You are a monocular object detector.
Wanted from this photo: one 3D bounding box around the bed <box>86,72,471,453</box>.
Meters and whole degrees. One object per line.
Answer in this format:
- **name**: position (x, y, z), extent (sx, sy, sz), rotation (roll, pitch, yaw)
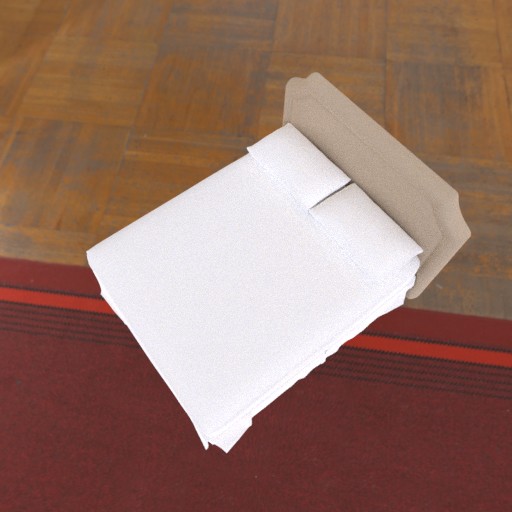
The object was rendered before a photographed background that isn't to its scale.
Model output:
- **bed**: position (0.000, 0.000, 3.300), extent (2.204, 1.301, 1.828), rotation (-34, 68, -16)
